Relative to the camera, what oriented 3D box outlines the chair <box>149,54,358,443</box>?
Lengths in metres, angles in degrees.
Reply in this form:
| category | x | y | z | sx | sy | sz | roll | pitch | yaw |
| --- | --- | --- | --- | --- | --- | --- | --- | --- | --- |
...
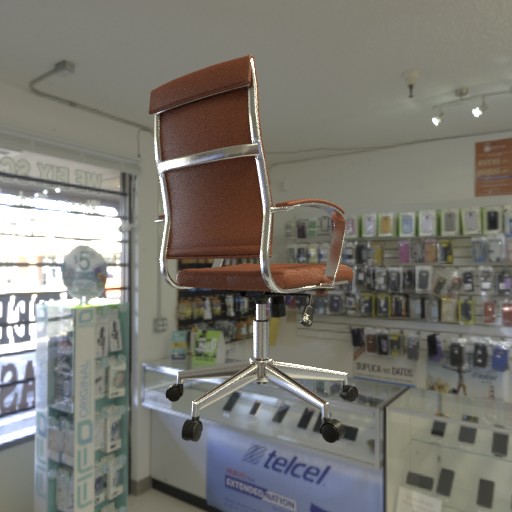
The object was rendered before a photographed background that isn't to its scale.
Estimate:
| category | x | y | z | sx | sy | sz | roll | pitch | yaw |
| --- | --- | --- | --- | --- | --- | --- | --- | --- | --- |
| chair | 0.000 | 0.000 | 1.645 | 0.766 | 1.149 | 0.739 | -1 | -2 | 37 |
